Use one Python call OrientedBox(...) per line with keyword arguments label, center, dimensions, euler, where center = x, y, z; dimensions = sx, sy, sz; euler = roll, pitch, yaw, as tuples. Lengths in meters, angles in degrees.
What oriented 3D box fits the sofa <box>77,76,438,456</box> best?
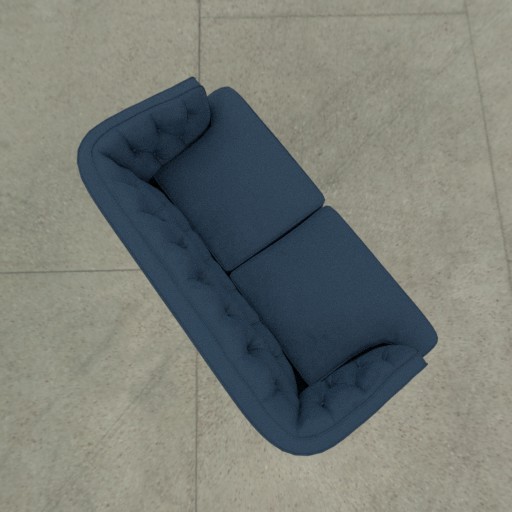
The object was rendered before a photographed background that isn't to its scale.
OrientedBox(label="sofa", center=(0.000, 0.000, 2.217), dimensions=(0.941, 0.854, 1.733), euler=(-36, 79, -8))
